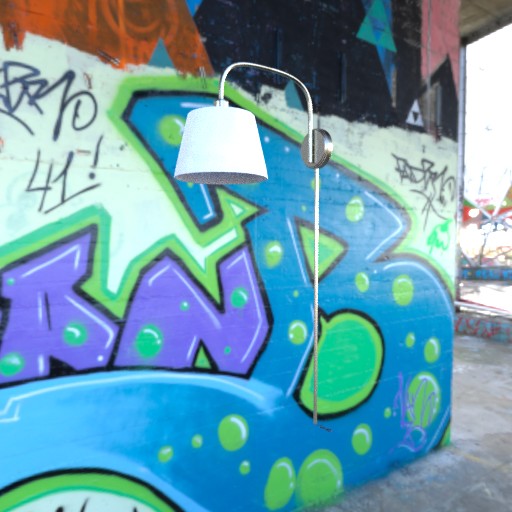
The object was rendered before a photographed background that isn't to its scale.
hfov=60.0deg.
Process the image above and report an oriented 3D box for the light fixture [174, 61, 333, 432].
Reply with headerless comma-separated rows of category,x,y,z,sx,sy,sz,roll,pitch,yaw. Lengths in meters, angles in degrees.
light fixture,0.000,0.000,0.466,0.176,0.399,0.092,-2,3,-35
